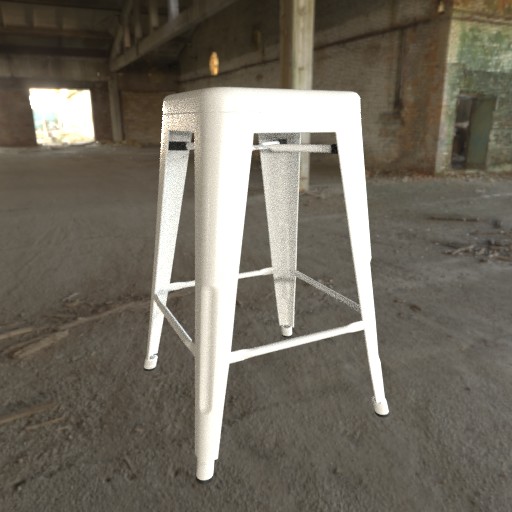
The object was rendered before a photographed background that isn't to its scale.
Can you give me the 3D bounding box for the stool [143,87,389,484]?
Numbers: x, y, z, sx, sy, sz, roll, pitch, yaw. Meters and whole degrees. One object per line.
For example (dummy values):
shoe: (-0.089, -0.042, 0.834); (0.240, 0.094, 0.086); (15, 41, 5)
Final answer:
stool: (0.000, 0.000, 0.885); (0.406, 0.610, 0.406); (-8, 19, -25)
